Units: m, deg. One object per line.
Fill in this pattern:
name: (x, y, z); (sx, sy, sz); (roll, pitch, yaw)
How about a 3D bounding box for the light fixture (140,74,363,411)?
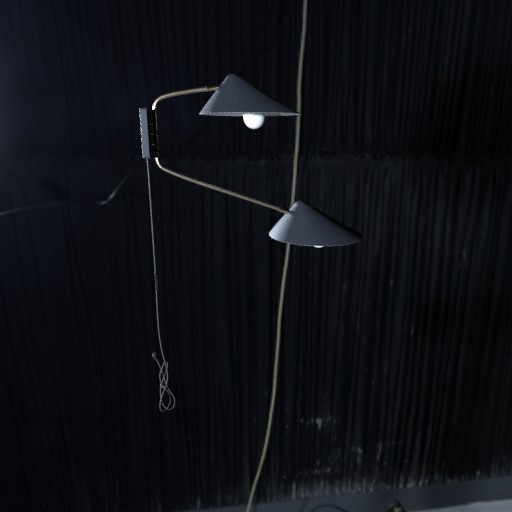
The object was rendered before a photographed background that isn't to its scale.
light fixture: (0.000, 0.000, 0.873); (0.422, 0.665, 0.189); (-3, 16, -9)
